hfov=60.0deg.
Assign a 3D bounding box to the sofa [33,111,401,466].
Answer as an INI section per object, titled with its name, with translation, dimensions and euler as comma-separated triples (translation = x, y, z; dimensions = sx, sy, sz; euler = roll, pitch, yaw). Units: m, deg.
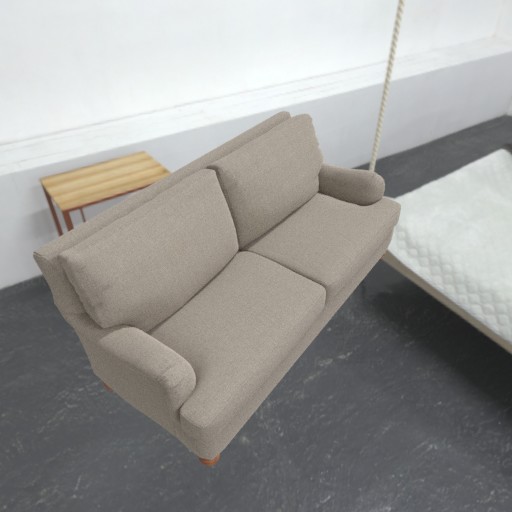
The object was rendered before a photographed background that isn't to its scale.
[sofa]
translation = 0.000, 0.000, 2.752
dimensions = 1.087, 1.054, 2.160
euler = 26, 47, 27
